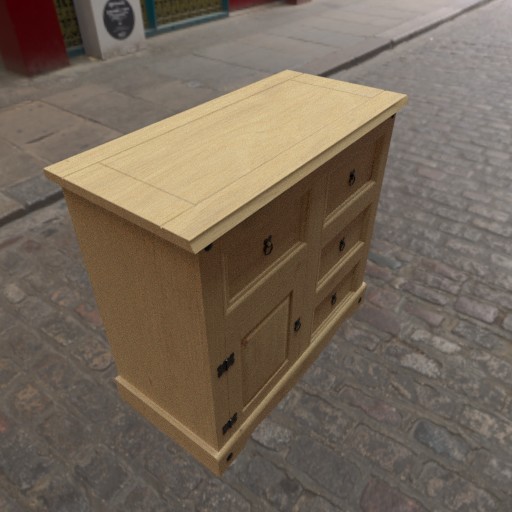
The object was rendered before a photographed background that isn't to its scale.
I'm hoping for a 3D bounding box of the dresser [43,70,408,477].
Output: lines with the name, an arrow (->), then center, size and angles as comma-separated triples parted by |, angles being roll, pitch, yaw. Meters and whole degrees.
dresser -> 0.000, 0.000, 1.376 | 0.440, 0.835, 0.915 | 25, 45, 28
